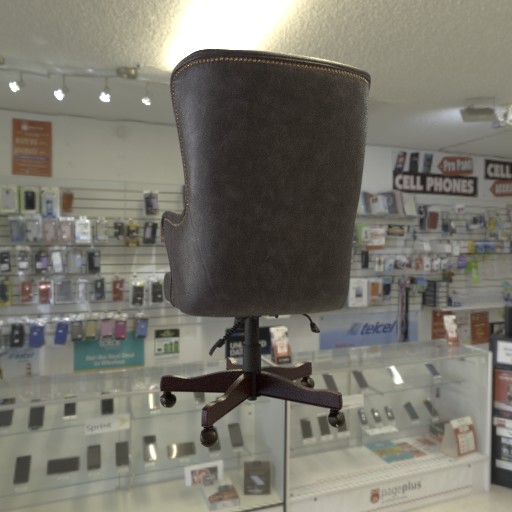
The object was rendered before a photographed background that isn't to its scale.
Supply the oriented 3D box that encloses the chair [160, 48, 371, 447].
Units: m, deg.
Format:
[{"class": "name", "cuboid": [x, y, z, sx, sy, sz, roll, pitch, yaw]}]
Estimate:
[{"class": "chair", "cuboid": [0.000, 0.000, 1.444, 0.594, 1.037, 0.717, 0, 1, -18]}]
